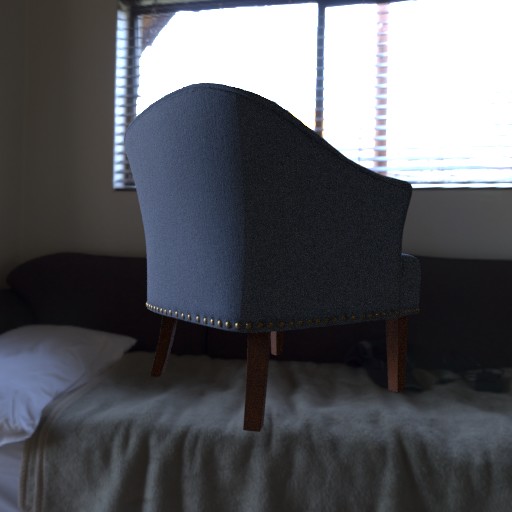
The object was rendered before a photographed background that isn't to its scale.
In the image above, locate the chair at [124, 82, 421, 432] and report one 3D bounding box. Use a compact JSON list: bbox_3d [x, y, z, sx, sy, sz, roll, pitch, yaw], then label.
[{"bbox_3d":[0.000,0.000,1.388,0.704,0.815,0.798,0,1,-35],"label":"chair"}]
